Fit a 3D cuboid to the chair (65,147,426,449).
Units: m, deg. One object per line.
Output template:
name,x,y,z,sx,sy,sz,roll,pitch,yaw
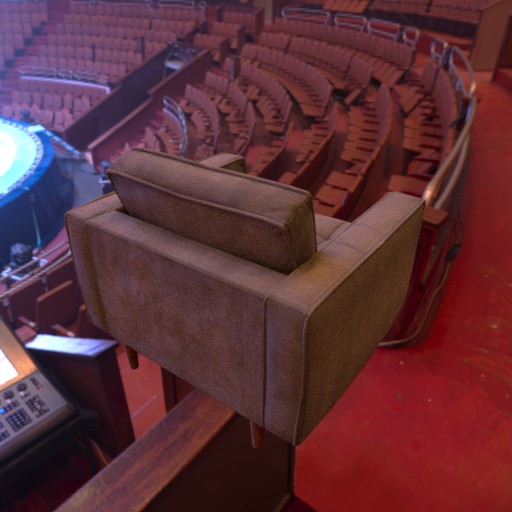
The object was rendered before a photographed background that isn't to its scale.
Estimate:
chair,0.000,0.000,1.535,0.928,0.773,0.843,20,36,31
